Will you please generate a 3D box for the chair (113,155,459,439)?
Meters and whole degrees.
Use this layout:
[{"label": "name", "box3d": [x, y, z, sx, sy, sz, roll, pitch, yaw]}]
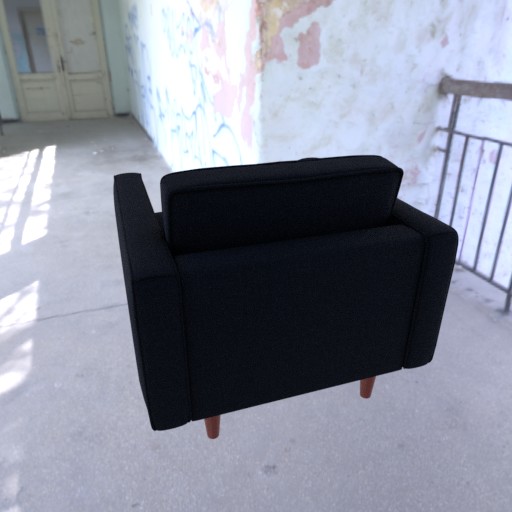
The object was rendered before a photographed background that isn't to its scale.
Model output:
[{"label": "chair", "box3d": [0.000, 0.000, 1.554, 0.899, 0.770, 0.920, -8, 27, -16]}]
